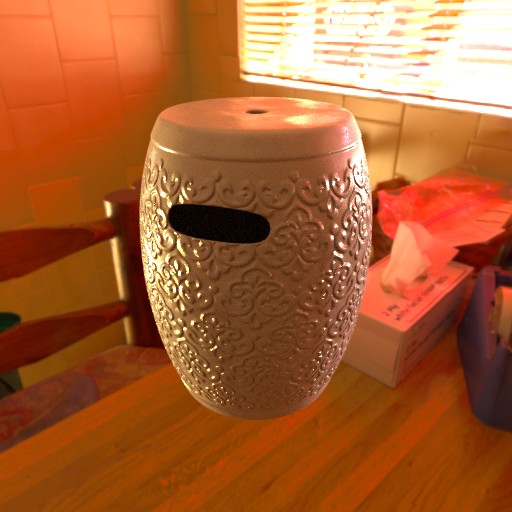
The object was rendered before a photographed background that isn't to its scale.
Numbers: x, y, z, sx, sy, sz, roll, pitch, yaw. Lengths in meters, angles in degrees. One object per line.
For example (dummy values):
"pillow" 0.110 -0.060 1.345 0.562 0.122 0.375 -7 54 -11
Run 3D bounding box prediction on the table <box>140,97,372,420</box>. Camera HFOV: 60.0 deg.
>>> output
"table" 0.000 0.000 0.625 0.309 0.397 0.309 0 28 0
